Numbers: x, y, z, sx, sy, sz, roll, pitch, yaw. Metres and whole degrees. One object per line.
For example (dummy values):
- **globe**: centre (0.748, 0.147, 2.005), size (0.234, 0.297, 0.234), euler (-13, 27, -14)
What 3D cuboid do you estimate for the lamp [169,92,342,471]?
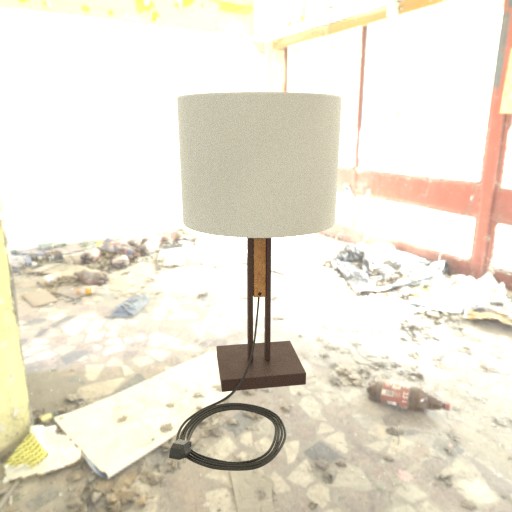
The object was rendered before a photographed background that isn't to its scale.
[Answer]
- **lamp**: centre (0.000, 0.000, 0.977), size (0.396, 0.668, 0.525), euler (-3, 16, -9)
